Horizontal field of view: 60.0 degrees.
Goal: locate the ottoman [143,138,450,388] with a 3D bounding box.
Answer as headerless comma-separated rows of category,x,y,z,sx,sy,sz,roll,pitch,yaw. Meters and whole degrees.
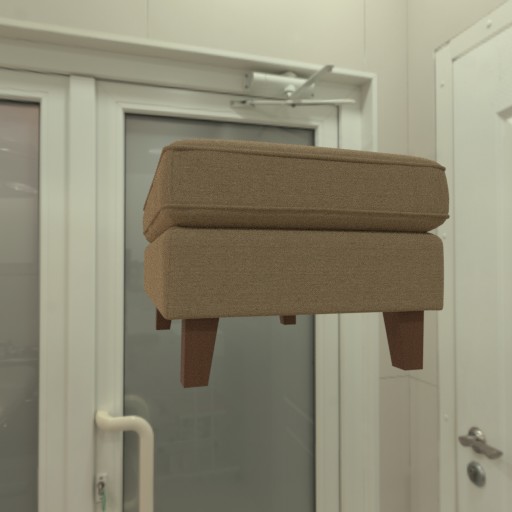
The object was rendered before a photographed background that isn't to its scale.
ottoman,0.000,0.000,1.321,0.636,0.521,0.945,0,-1,-16
